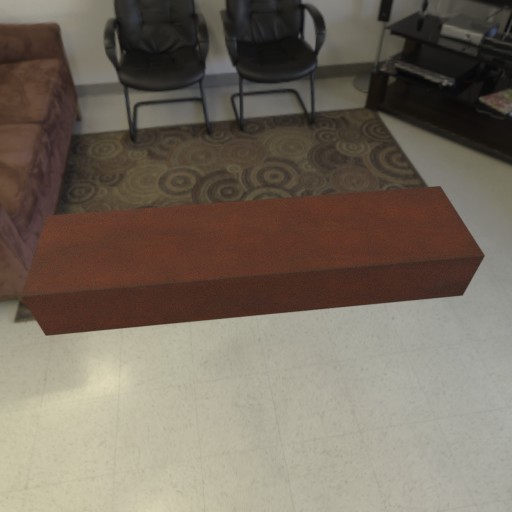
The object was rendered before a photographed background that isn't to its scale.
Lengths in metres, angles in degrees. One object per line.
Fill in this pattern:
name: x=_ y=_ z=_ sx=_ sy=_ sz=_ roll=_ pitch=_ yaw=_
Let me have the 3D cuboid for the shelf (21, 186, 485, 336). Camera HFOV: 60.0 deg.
shelf: x=0.000 y=0.000 z=0.659 sx=0.607 sy=0.088 sz=0.152 roll=-5 pitch=47 yaw=-5
